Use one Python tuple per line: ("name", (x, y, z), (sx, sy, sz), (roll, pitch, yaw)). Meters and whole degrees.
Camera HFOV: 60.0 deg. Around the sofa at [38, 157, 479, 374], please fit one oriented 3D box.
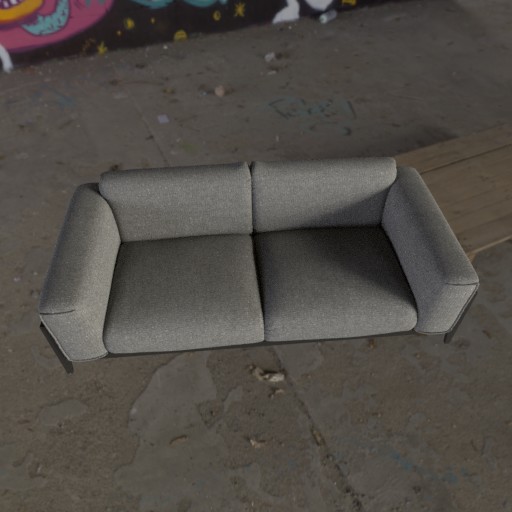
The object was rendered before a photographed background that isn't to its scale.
("sofa", (0.000, 0.000, 2.524), (2.125, 0.703, 0.985), (-4, 46, -4))
